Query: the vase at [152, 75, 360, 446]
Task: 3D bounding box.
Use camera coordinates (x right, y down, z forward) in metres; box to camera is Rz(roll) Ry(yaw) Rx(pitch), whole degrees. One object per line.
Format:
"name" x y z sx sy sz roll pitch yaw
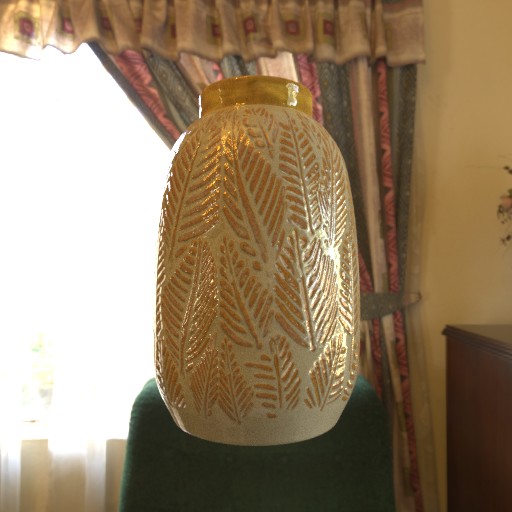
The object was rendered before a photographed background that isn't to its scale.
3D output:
"vase" 0.000 0.000 0.377 0.172 0.270 0.172 0 -2 0
